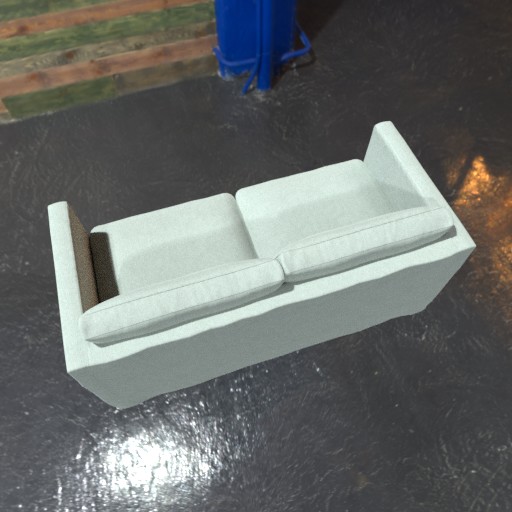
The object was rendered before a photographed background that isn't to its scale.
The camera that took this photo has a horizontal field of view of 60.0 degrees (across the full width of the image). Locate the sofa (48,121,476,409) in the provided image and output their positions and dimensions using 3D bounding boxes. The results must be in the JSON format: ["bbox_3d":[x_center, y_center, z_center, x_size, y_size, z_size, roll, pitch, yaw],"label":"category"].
[{"bbox_3d":[0.000,0.000,2.458,1.987,0.870,0.940,-16,61,-9],"label":"sofa"}]
